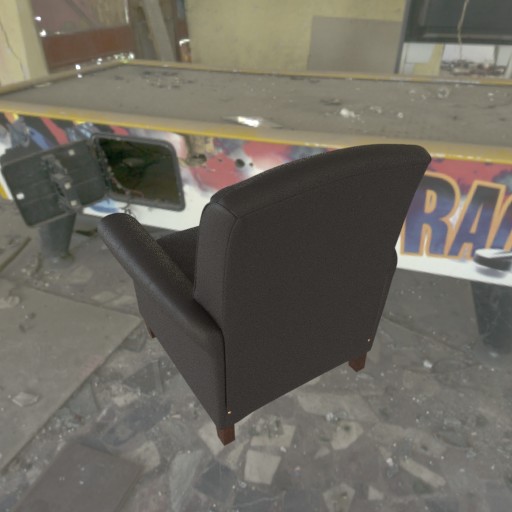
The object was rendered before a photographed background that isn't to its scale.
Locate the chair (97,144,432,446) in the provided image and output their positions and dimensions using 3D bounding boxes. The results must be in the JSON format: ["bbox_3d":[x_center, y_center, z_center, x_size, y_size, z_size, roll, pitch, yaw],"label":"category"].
[{"bbox_3d":[0.000,0.000,1.751,0.978,1.061,0.902,-19,36,-28],"label":"chair"}]
